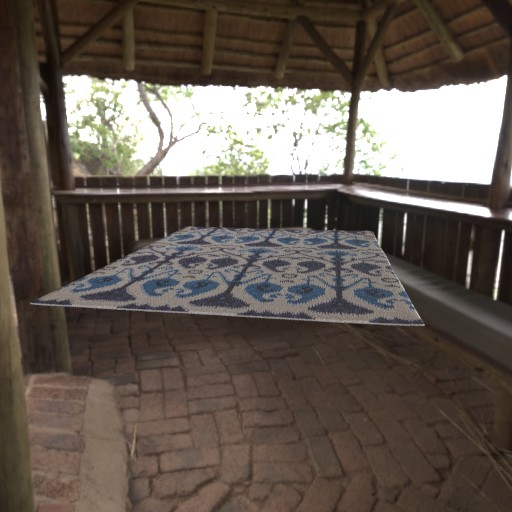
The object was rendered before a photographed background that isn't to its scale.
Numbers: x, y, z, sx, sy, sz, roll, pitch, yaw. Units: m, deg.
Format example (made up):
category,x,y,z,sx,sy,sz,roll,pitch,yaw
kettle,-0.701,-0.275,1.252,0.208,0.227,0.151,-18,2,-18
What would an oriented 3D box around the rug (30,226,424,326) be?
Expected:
category,x,y,z,sx,sy,sz,roll,pitch,yaw
rug,0.000,0.000,4.211,2.443,0.024,3.228,2,13,9
